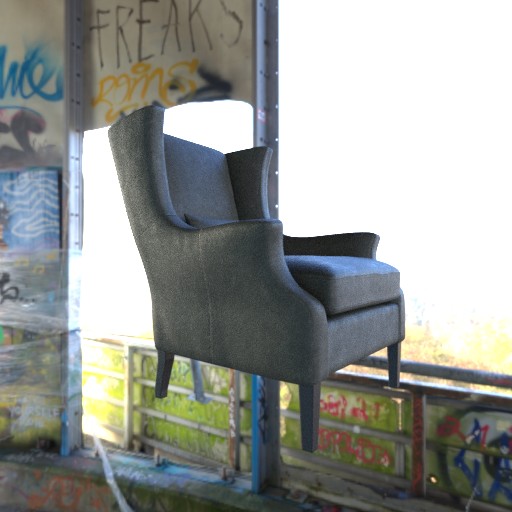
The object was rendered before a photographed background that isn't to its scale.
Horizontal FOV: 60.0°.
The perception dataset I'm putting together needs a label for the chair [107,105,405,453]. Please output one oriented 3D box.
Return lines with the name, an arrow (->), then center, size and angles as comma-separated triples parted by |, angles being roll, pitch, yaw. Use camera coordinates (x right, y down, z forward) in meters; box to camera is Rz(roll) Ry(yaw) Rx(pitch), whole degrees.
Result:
chair -> 0.000, 0.000, 1.680 | 0.926, 1.016, 0.853 | 0, 0, 35
